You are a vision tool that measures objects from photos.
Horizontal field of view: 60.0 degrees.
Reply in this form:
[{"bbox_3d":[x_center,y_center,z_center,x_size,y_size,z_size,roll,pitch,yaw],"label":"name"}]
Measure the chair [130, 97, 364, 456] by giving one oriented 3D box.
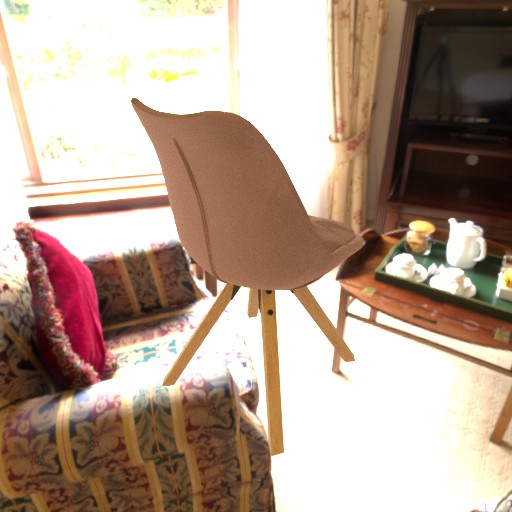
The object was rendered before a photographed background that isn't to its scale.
[{"bbox_3d":[0.000,0.000,1.178,0.485,0.850,0.550,20,35,31],"label":"chair"}]
